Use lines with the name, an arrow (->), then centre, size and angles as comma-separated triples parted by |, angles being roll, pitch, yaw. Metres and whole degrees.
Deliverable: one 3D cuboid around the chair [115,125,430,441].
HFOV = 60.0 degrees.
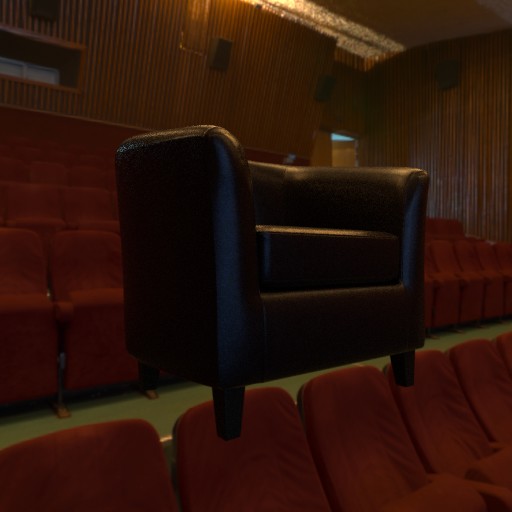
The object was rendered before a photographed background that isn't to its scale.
chair -> 0.000, 0.000, 1.361 | 0.793, 0.756, 0.727 | 0, 0, -37
